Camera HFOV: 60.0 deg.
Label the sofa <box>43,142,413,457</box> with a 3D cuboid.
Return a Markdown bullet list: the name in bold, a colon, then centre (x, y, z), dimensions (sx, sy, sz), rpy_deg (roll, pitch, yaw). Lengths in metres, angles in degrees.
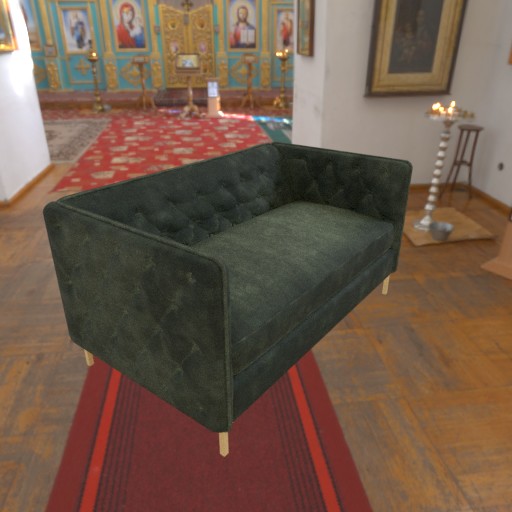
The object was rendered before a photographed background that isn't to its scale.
- **sofa**: centre (0.000, 0.000, 2.105), dimensions (0.895, 0.768, 1.537), rpy_deg (18, 31, 33)
